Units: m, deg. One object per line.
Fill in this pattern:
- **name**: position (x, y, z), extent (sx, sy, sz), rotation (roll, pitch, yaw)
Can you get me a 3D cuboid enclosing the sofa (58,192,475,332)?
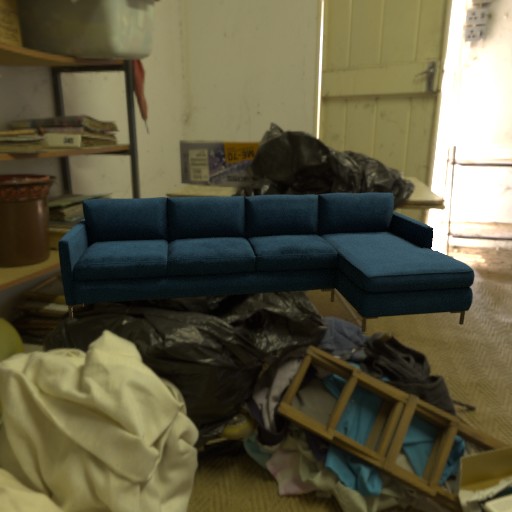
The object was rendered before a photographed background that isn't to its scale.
- **sofa**: position (0.000, 0.000, 3.500), extent (2.932, 0.810, 1.350), rotation (-3, 17, -9)
